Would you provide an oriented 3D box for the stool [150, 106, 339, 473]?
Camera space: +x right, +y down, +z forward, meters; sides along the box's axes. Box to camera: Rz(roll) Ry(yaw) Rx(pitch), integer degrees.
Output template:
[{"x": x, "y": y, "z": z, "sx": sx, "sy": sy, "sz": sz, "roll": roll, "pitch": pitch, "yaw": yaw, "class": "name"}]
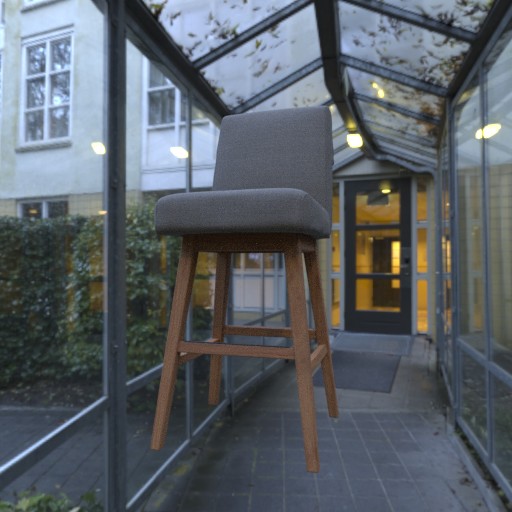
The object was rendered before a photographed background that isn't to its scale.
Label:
[{"x": 0.000, "y": 0.000, "z": 1.436, "sx": 0.483, "sy": 1.112, "sz": 0.570, "roll": 0, "pitch": -1, "yaw": 17, "class": "stool"}]
